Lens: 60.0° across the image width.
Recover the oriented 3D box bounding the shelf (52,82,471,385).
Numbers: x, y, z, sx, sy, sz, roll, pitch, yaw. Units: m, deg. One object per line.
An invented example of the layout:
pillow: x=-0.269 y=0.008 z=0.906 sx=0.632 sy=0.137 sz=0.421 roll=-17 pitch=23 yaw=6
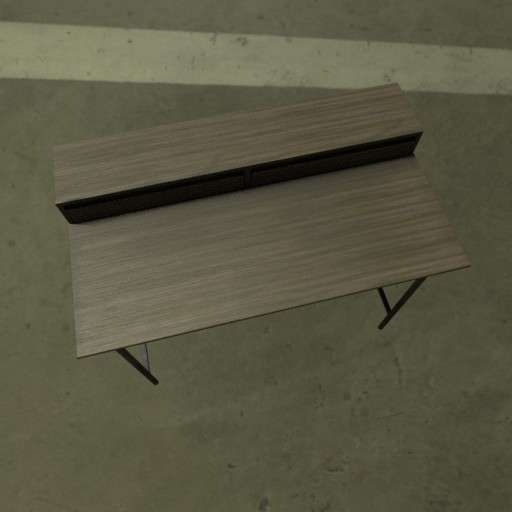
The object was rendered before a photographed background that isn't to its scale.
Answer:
shelf: x=0.000 y=0.000 z=1.741 sx=1.212 sy=0.865 sz=0.685 roll=-12 pitch=64 yaw=-6
